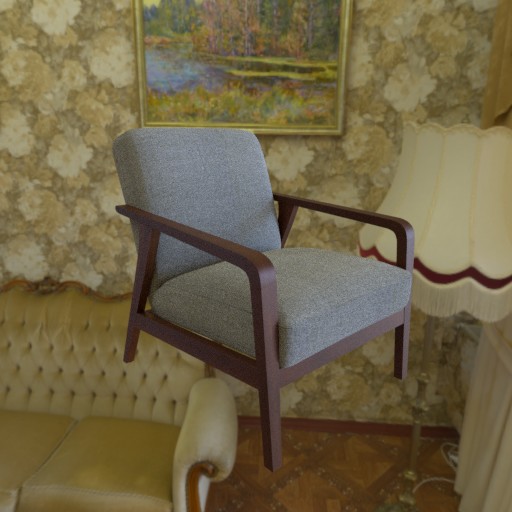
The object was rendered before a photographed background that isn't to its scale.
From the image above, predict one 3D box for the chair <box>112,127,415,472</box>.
[{"bbox_3d":[0.000,0.000,1.512,0.704,0.847,0.858,-14,20,-42],"label":"chair"}]
